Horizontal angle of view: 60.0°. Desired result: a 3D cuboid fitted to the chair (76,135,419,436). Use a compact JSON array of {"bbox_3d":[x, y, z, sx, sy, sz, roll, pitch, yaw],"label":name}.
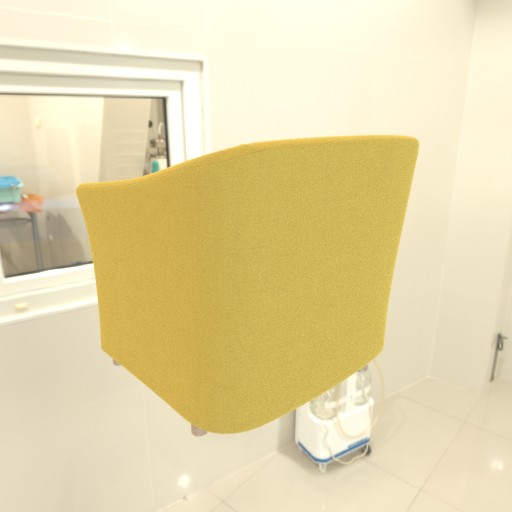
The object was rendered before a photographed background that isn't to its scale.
[{"bbox_3d":[0.000,0.000,1.343,0.790,0.720,0.700,-15,23,-40],"label":"chair"}]
